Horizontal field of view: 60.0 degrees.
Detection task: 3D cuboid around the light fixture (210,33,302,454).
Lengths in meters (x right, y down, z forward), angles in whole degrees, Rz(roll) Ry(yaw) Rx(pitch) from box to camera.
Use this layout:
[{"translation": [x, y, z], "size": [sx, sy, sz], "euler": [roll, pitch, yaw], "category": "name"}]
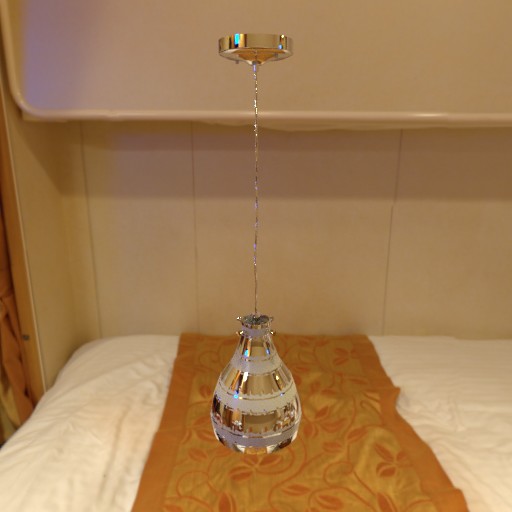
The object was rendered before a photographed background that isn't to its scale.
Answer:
[{"translation": [0.000, 0.000, 1.647], "size": [0.374, 1.457, 0.374], "euler": [14, 21, 42], "category": "light fixture"}]
